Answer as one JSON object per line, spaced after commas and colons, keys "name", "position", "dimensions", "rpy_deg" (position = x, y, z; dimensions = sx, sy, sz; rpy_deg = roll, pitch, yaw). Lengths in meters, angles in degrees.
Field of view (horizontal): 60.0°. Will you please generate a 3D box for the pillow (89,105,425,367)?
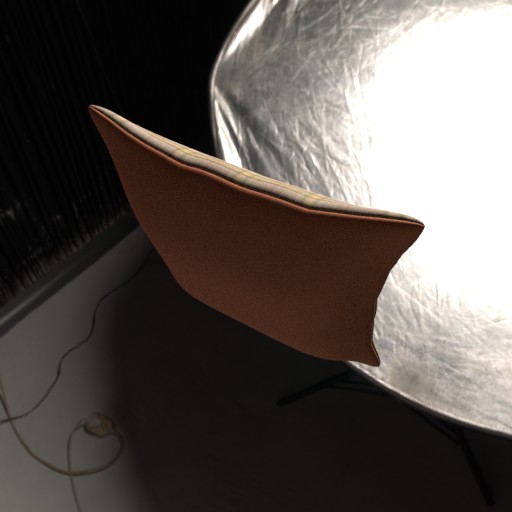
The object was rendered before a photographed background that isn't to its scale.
{"name": "pillow", "position": [0.000, 0.000, 0.693], "dimensions": [0.453, 0.430, 0.200], "rpy_deg": [24, 50, 22]}
